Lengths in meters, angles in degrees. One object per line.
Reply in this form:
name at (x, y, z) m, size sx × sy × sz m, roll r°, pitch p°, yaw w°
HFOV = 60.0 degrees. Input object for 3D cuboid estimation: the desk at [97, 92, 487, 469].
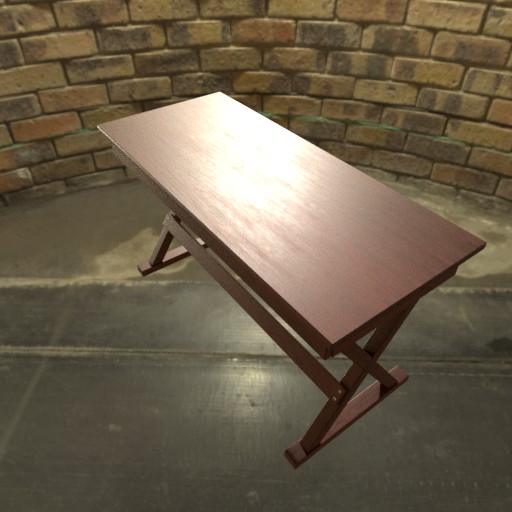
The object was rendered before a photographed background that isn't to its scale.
desk at (0.000, 0.000, 1.773) m, size 0.600 × 0.761 × 1.372 m, roll -26°, pitch 48°, yaw -26°
